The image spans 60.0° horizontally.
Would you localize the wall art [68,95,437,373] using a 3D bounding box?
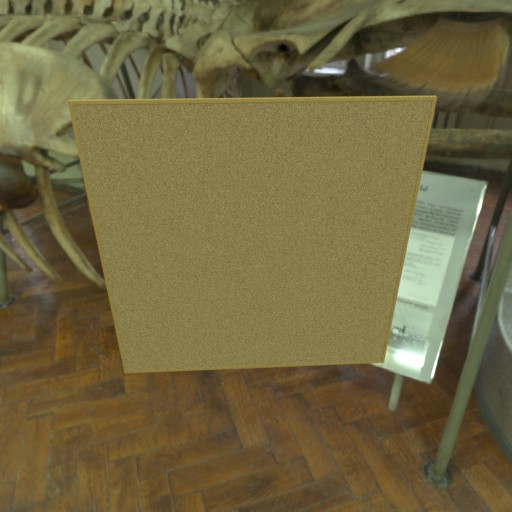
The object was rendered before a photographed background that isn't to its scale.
[{"bbox_3d":[0.000,0.000,1.403,0.962,0.959,0.013,-2,31,-3],"label":"wall art"}]
